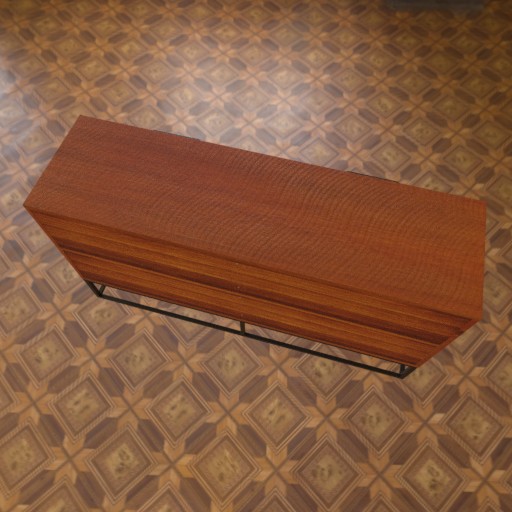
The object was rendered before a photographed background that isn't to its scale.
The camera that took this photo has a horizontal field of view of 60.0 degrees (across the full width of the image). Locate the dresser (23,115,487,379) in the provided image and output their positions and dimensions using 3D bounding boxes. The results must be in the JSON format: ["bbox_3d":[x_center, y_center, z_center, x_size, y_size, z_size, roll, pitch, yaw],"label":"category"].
[{"bbox_3d":[0.000,0.000,1.885,1.536,0.810,0.464,14,63,7],"label":"dresser"}]
